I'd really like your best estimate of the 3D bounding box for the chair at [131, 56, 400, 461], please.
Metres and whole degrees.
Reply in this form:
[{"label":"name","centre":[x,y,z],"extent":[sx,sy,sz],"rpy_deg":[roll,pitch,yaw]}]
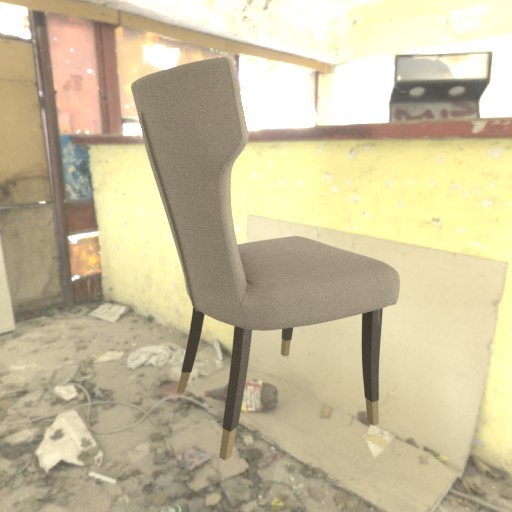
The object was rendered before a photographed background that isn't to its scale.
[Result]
[{"label":"chair","centre":[0.000,0.000,1.269],"extent":[0.630,0.950,0.526],"rpy_deg":[-7,15,-27]}]
